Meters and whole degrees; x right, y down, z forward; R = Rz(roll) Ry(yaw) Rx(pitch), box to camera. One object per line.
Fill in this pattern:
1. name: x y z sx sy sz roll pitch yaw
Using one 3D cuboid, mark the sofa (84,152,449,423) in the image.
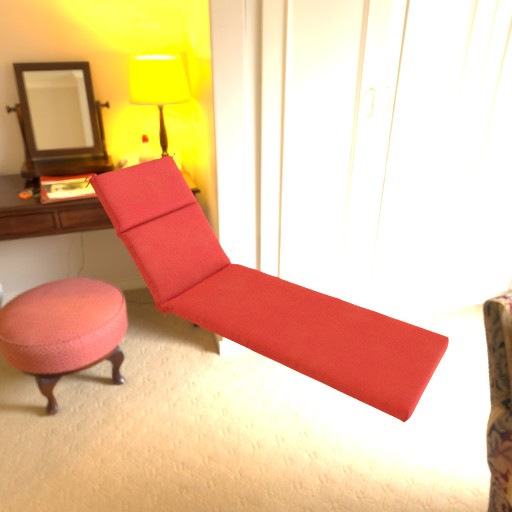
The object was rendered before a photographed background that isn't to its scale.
1. sofa: 0.000 0.000 2.008 1.663 0.622 0.582 18 32 32
